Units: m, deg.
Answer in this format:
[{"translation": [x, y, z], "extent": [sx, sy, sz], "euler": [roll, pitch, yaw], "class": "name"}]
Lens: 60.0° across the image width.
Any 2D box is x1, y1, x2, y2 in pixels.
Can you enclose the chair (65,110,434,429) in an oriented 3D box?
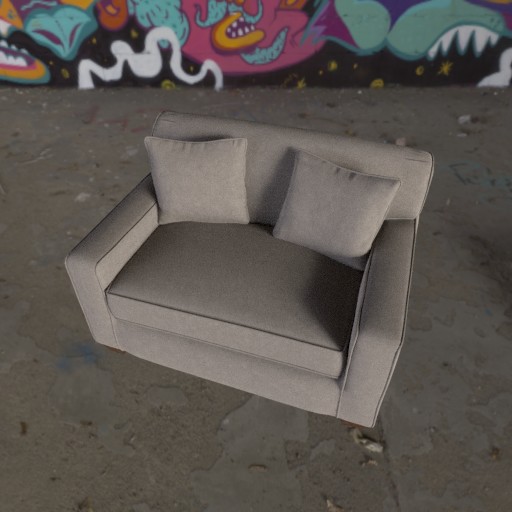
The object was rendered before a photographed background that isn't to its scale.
[{"translation": [0.000, 0.000, 2.095], "extent": [1.395, 0.953, 0.992], "euler": [13, 43, 14], "class": "chair"}]
